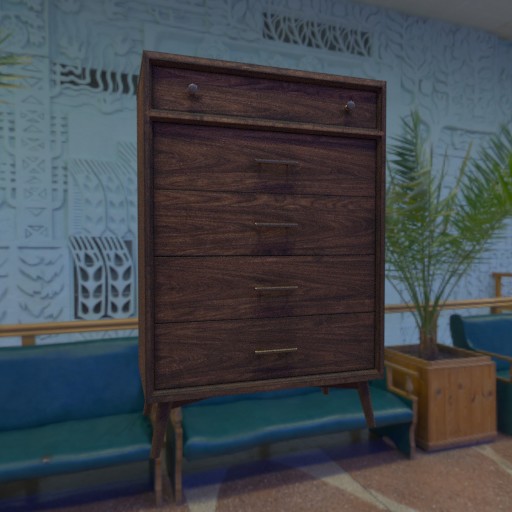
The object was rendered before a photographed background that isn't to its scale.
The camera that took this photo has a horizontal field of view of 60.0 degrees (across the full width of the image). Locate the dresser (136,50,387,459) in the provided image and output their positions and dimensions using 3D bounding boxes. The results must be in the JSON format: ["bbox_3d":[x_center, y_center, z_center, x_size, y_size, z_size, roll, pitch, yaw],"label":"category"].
[{"bbox_3d":[0.000,0.000,1.821,0.919,1.365,0.498,0,2,-18],"label":"dresser"}]
